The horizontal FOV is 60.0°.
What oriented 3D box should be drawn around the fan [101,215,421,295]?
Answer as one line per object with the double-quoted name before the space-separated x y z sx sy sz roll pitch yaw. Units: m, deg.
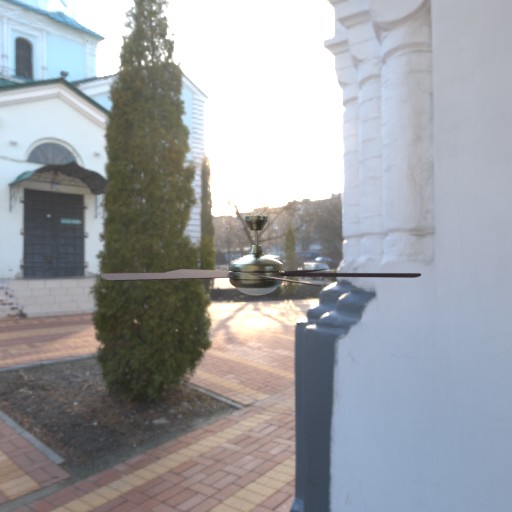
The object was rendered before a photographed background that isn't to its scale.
"fan" 0.000 0.000 2.006 1.321 0.356 1.321 0 0 -35
